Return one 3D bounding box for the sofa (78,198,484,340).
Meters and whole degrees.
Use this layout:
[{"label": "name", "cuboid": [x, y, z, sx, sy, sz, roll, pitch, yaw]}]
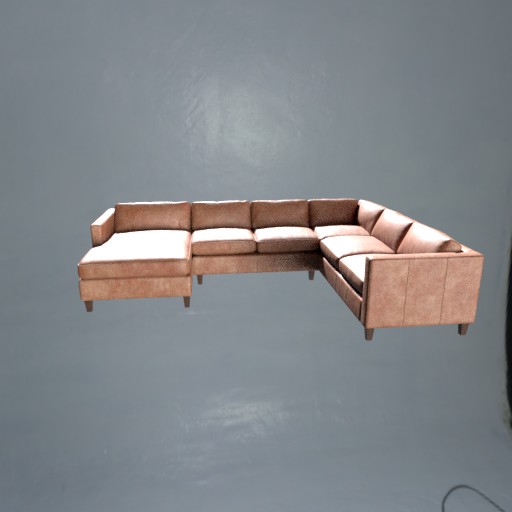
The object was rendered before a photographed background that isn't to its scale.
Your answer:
[{"label": "sofa", "cuboid": [0.000, 0.000, 4.579, 3.401, 0.832, 2.430, -2, 17, -6]}]
